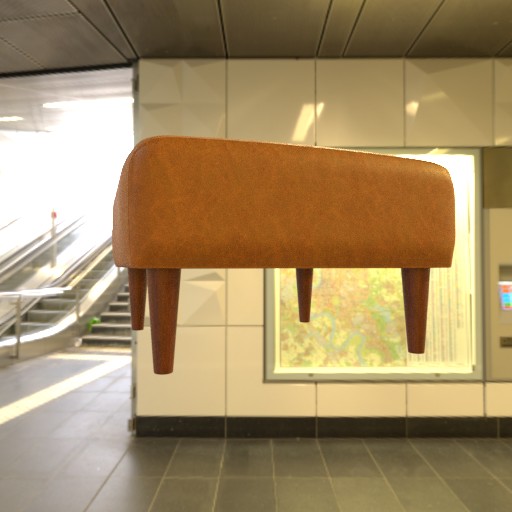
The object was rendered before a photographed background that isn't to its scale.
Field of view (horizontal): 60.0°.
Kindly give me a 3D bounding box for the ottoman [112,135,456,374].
[{"bbox_3d":[0.000,0.000,1.062,0.650,0.399,0.650,0,-1,-19],"label":"ottoman"}]
